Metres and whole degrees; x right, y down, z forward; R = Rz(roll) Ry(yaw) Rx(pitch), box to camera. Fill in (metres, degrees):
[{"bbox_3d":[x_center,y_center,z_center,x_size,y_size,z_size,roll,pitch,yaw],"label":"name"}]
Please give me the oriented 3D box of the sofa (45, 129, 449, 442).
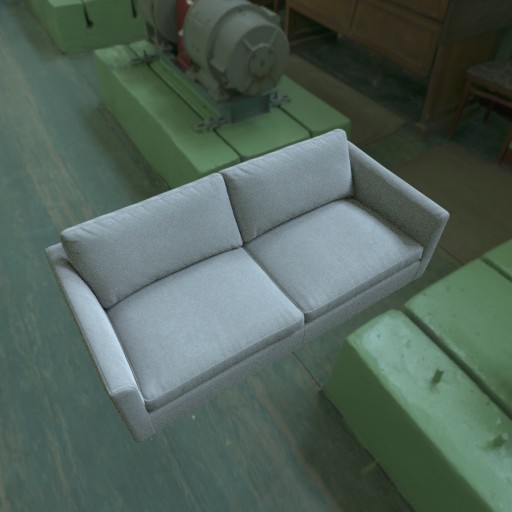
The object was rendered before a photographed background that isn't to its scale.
[{"bbox_3d":[0.000,0.000,2.835,2.588,0.838,1.090,-25,52,-22],"label":"sofa"}]
